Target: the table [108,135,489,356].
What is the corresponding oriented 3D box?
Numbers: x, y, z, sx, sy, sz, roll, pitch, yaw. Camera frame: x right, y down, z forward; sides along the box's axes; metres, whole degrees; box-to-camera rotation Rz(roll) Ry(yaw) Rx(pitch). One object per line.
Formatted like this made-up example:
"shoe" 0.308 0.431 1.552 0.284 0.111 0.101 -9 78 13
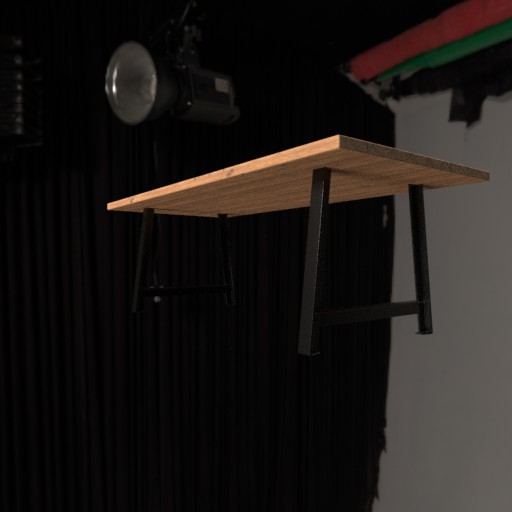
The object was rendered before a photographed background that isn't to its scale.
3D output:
"table" 0.000 0.000 2.586 1.000 0.757 2.200 0 -1 -37
